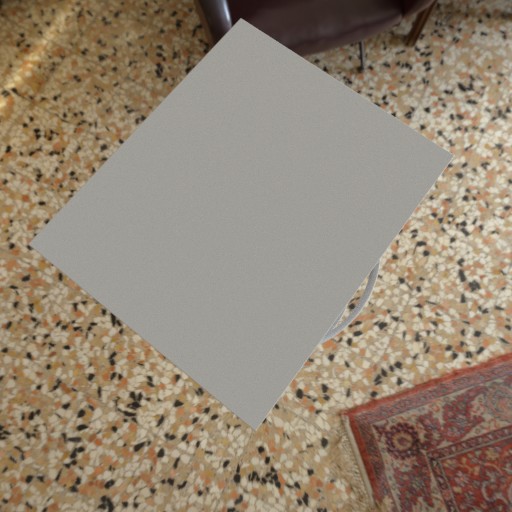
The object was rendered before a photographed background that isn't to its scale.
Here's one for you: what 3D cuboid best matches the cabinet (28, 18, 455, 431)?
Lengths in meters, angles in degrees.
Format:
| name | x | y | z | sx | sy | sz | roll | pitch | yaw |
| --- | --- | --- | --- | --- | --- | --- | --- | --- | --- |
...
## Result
| name | x | y | z | sx | sy | sz | roll | pitch | yaw |
| --- | --- | --- | --- | --- | --- | --- | --- | --- | --- |
| cabinet | 0.000 | 0.000 | 0.754 | 0.360 | 0.470 | 0.400 | 37 | 78 | 9 |
